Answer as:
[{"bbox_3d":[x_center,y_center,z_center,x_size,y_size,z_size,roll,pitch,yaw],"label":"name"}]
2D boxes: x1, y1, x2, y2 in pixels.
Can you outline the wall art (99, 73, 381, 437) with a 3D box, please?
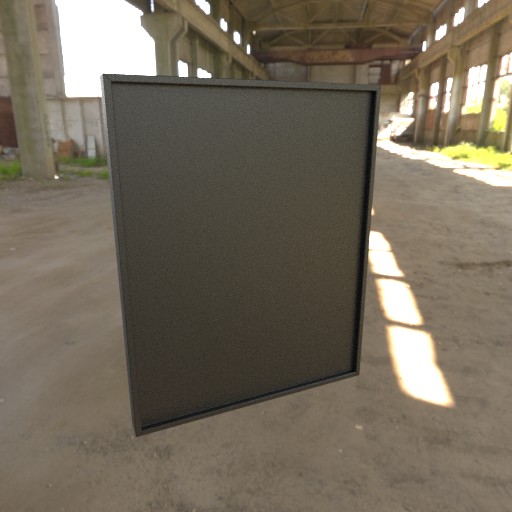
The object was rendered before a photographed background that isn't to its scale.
[{"bbox_3d":[0.000,0.000,0.753,0.449,0.555,0.039,-8,18,-24],"label":"wall art"}]
